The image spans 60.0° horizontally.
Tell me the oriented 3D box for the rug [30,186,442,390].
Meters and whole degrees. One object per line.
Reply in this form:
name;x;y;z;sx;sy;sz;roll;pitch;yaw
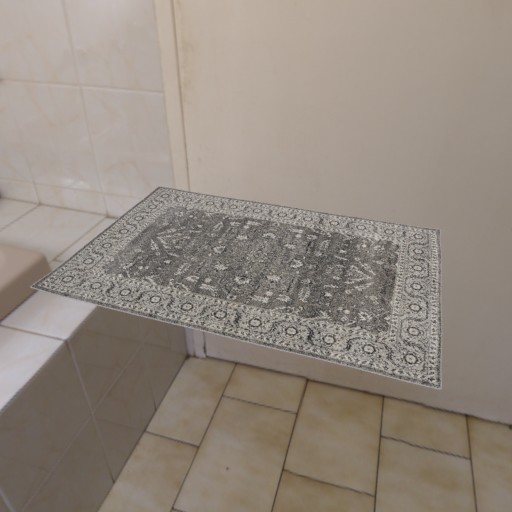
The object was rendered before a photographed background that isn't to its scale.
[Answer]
rug;0.000;0.000;2.304;1.828;0.019;1.209;11;35;16
